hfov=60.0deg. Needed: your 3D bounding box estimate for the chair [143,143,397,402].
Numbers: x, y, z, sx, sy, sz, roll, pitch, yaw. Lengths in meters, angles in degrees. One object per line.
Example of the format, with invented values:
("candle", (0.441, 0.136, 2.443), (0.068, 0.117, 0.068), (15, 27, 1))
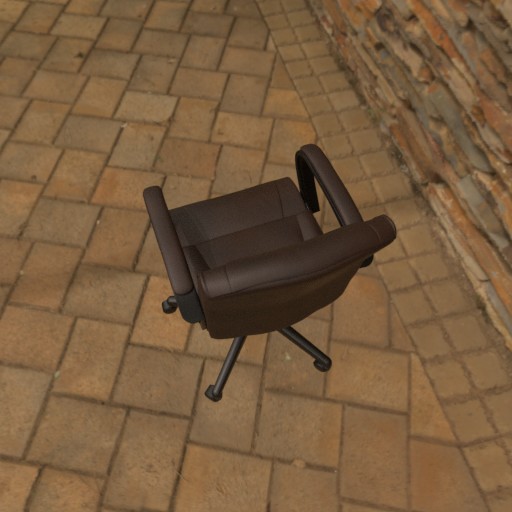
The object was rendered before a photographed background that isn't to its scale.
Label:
("chair", (0.000, 0.000, 1.471), (0.739, 1.004, 0.717), (-17, 61, -10))
